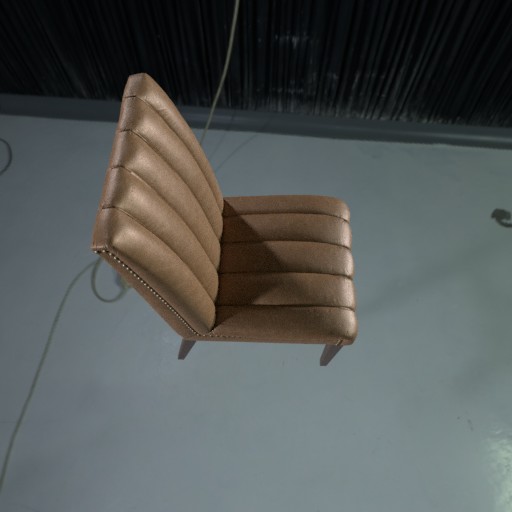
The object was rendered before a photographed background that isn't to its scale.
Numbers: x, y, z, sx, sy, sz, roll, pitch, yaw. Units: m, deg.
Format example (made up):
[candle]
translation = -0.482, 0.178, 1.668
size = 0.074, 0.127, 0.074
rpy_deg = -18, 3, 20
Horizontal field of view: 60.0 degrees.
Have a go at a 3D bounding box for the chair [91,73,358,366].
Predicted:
[chair]
translation = 0.000, 0.000, 1.405
size = 0.647, 1.016, 0.511
rpy_deg = 2, 64, 1
